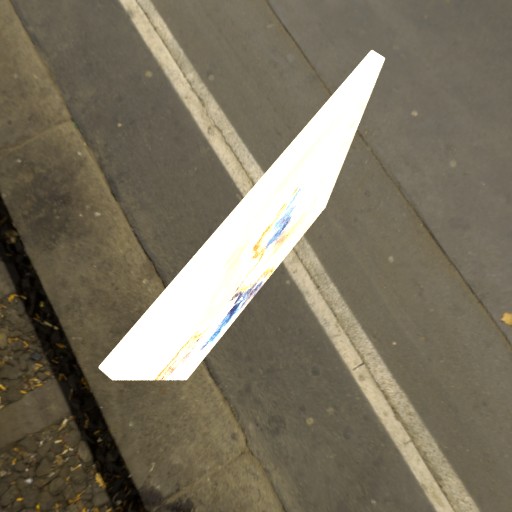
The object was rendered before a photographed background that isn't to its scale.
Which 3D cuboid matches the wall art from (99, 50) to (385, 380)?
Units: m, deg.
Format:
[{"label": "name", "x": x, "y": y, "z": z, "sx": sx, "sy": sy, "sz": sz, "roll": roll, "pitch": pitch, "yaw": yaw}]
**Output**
[{"label": "wall art", "x": 0.000, "y": 0.000, "z": 1.331, "sx": 0.038, "sy": 0.889, "sz": 0.889, "roll": 37, "pitch": 78, "yaw": 10}]
